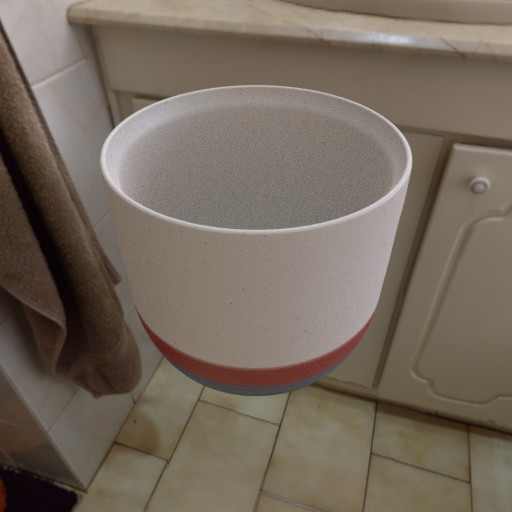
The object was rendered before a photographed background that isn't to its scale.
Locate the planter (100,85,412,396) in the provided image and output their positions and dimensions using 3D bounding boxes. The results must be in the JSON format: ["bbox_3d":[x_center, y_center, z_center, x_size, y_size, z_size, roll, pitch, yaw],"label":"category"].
[{"bbox_3d":[0.000,0.000,0.477,0.268,0.270,0.268,0,41,0],"label":"planter"}]
